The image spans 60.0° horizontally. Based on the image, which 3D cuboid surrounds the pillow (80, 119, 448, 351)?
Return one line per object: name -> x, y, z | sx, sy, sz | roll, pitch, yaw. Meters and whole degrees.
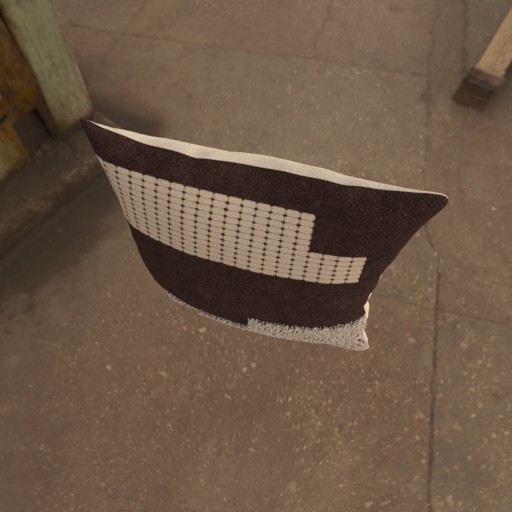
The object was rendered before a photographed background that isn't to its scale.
pillow -> 0.000, 0.000, 0.737 | 0.475, 0.473, 0.178 | 14, 59, 9
